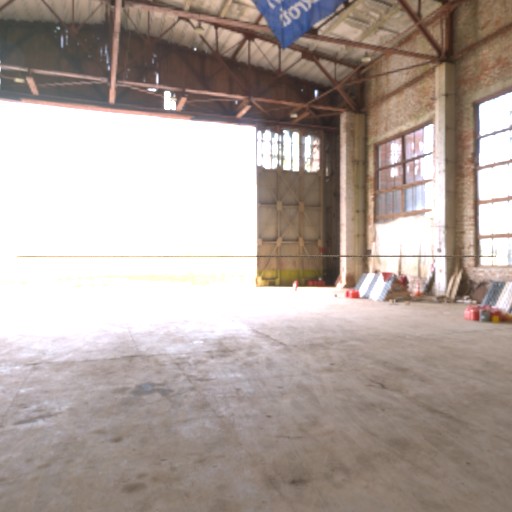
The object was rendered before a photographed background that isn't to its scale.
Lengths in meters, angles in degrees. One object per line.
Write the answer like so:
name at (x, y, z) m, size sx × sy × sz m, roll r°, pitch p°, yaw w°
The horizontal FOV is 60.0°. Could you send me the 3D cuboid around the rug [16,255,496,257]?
rug at (0.000, 0.000, 2.993) m, size 2.438 × 0.008 × 1.523 m, roll 0°, pitch 0°, yaw 0°
